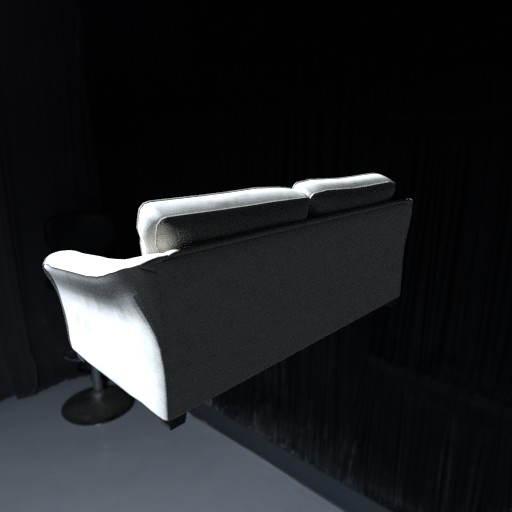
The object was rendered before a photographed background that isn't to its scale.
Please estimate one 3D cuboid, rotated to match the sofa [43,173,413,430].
[{"bbox_3d":[0.000,0.000,2.764,0.980,0.965,2.270,14,21,42],"label":"sofa"}]
